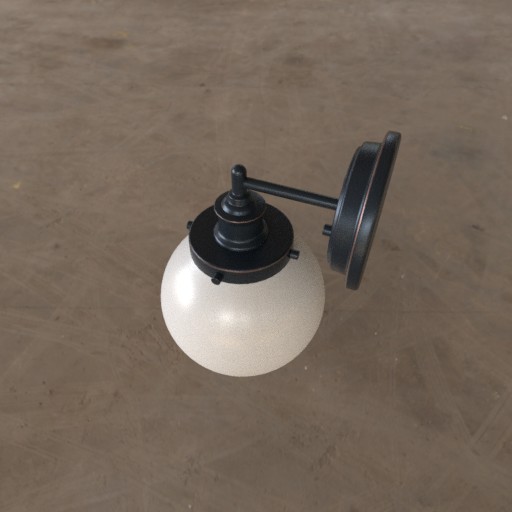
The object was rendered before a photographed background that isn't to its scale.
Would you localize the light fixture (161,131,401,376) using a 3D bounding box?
[{"bbox_3d":[0.000,0.000,0.484,0.230,0.332,0.197,16,48,15],"label":"light fixture"}]
